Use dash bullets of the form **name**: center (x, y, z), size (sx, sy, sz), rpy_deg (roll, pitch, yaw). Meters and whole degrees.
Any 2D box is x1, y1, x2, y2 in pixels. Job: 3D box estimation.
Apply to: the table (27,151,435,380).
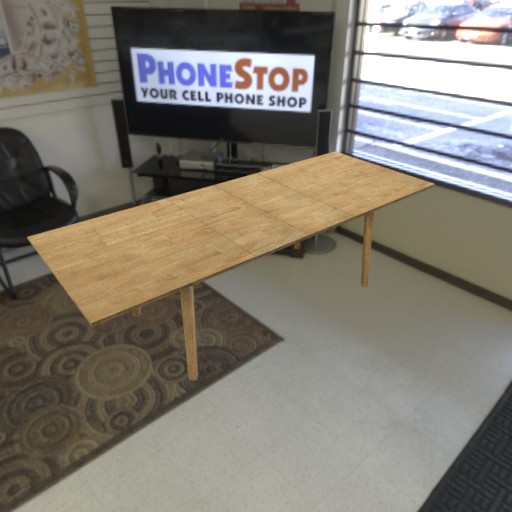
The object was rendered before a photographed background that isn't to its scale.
- **table**: center (0.000, 0.000, 3.128), size (2.603, 0.752, 1.000), rpy_deg (-22, 37, -32)
